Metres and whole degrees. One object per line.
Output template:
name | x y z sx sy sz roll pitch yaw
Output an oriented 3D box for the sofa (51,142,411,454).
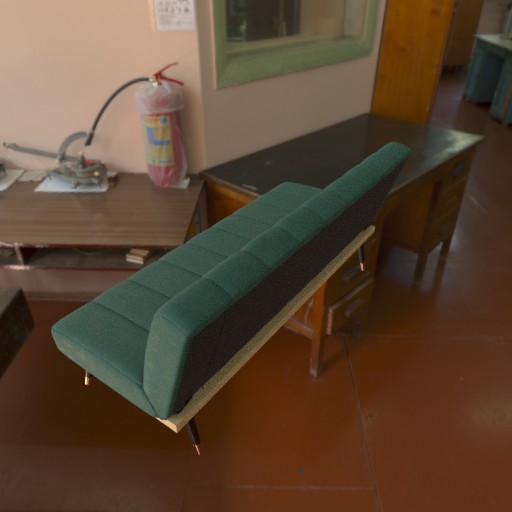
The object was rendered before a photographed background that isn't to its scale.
sofa | 0.000 0.000 2.217 0.830 0.820 1.810 21 39 29
